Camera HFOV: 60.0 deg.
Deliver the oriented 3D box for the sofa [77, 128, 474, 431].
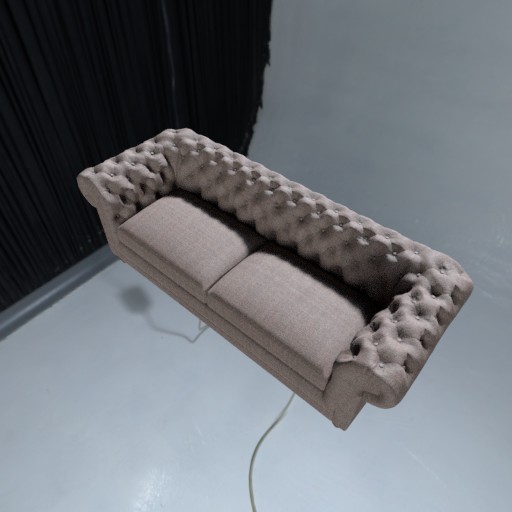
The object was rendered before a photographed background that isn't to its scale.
[{"bbox_3d":[0.000,0.000,2.836,2.385,0.787,0.944,32,54,27],"label":"sofa"}]
